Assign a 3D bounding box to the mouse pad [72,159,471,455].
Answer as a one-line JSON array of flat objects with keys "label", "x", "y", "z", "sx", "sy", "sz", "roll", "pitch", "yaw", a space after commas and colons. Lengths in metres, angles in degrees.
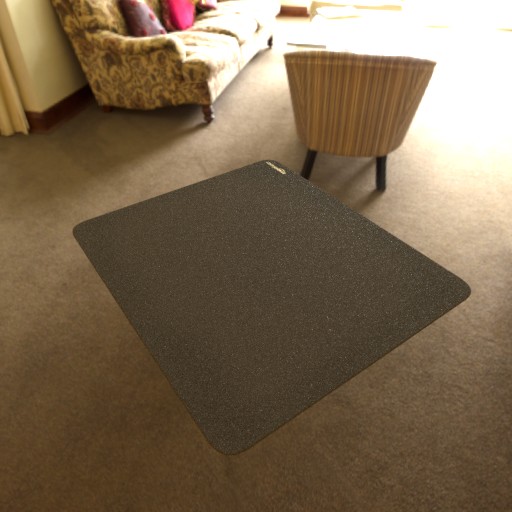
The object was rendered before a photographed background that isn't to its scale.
[{"label": "mouse pad", "x": 0.000, "y": 0.000, "z": 0.631, "sx": 0.393, "sy": 0.002, "sz": 0.451, "roll": -25, "pitch": 46, "yaw": -26}]
